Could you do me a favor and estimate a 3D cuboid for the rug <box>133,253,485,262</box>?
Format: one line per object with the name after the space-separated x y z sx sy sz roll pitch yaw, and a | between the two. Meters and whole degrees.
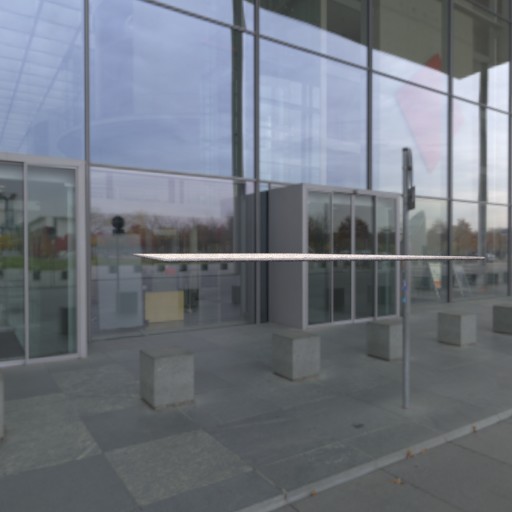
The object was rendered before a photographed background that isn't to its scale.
0.000 0.000 3.047 1.524 0.015 2.438 0 1 -18 | rug
